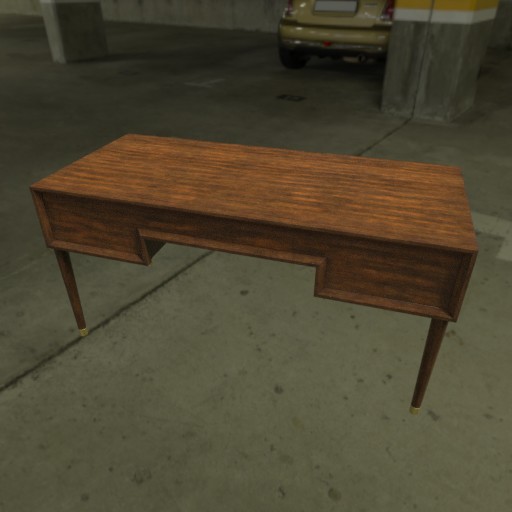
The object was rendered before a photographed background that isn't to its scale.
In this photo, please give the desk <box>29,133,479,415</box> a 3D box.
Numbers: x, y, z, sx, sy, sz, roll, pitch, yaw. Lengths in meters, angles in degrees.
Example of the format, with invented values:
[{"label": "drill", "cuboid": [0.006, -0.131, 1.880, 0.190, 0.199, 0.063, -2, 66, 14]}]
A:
[{"label": "desk", "cuboid": [0.000, 0.000, 1.974, 1.575, 0.762, 0.724, 9, 33, 15]}]
